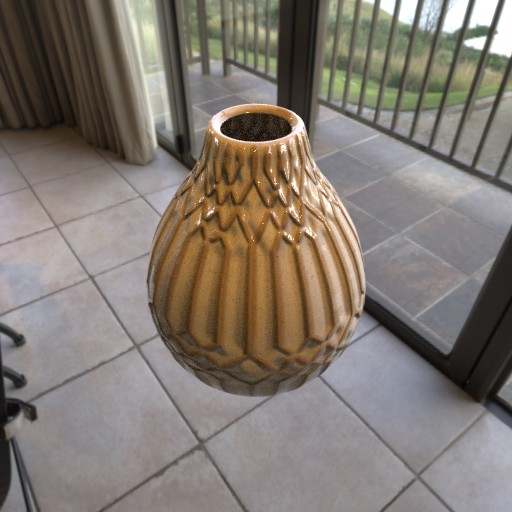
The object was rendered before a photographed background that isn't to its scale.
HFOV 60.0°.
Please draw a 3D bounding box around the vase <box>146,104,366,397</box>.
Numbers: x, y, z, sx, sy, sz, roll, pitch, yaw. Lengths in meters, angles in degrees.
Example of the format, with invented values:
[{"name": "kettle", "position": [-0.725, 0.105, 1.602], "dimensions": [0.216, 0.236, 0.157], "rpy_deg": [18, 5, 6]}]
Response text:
[{"name": "vase", "position": [0.000, 0.000, 0.314], "dimensions": [0.159, 0.200, 0.159], "rpy_deg": [0, 42, 0]}]
